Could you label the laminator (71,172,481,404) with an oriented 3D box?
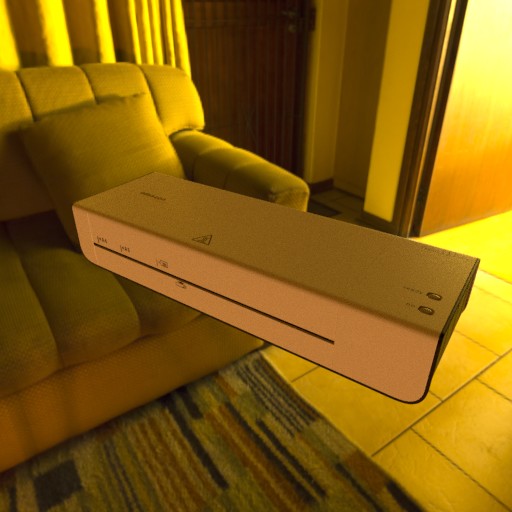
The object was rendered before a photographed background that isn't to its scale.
[{"bbox_3d":[0.000,0.000,0.393,0.340,0.062,0.123,19,35,29],"label":"laminator"}]
